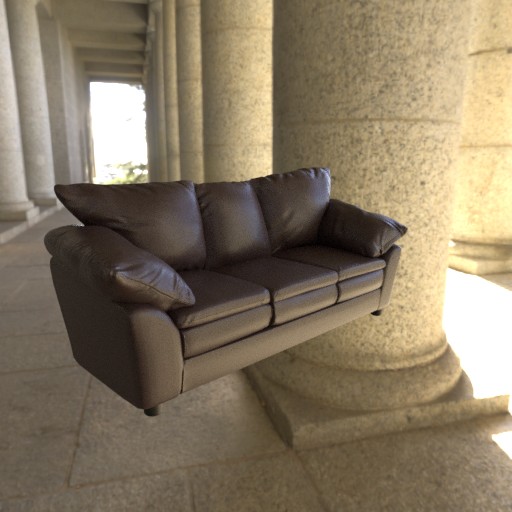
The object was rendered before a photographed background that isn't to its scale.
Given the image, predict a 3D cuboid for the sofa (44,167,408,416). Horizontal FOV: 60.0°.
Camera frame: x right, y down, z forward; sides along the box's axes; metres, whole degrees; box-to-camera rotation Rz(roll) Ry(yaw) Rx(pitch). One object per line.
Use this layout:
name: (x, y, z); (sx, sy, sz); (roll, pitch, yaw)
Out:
sofa: (0.000, 0.000, 2.827); (2.390, 1.091, 0.907); (-11, 17, -43)
